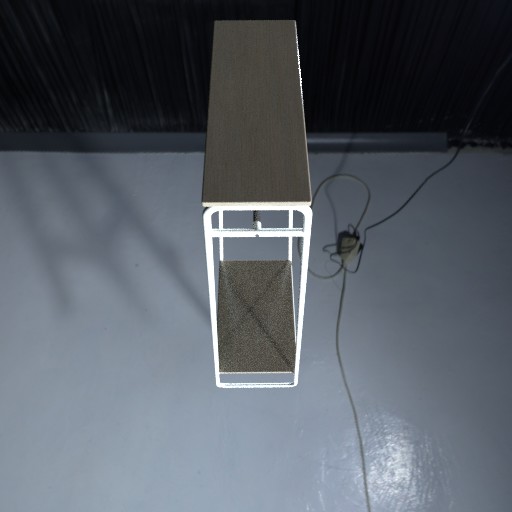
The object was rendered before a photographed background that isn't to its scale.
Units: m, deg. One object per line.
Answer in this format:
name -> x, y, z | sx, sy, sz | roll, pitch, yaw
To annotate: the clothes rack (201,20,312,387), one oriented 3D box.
clothes rack -> 0.000, 0.000, 1.729 | 0.400, 1.512, 0.640 | 0, 59, 0
